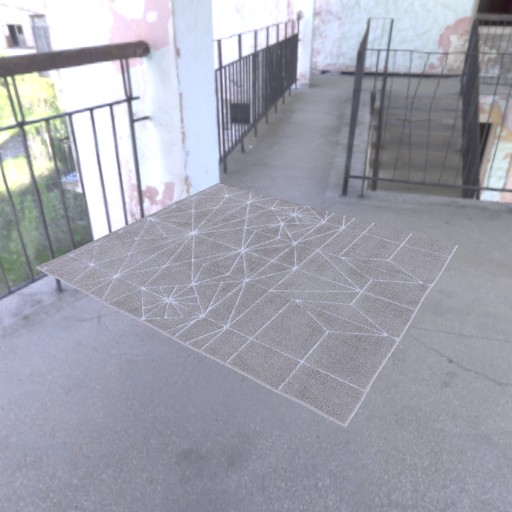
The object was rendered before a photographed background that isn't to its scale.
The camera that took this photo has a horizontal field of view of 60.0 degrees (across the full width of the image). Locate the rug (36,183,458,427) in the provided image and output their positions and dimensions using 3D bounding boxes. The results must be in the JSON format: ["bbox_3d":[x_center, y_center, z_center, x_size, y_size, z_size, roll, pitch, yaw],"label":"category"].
[{"bbox_3d":[0.000,0.000,0.879,0.639,0.006,0.548,19,35,30],"label":"rug"}]
